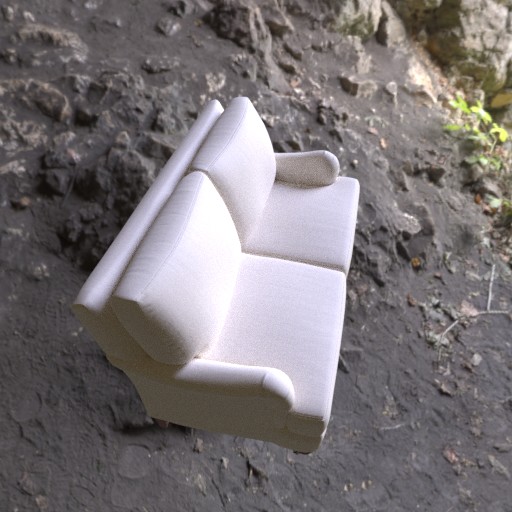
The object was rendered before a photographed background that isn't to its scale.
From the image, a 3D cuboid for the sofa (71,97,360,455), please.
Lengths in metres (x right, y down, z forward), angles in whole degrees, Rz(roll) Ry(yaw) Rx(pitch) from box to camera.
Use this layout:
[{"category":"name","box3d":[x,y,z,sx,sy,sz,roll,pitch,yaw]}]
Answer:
[{"category":"sofa","box3d":[0.000,0.000,2.557,1.084,1.101,1.853,10,46,10]}]
